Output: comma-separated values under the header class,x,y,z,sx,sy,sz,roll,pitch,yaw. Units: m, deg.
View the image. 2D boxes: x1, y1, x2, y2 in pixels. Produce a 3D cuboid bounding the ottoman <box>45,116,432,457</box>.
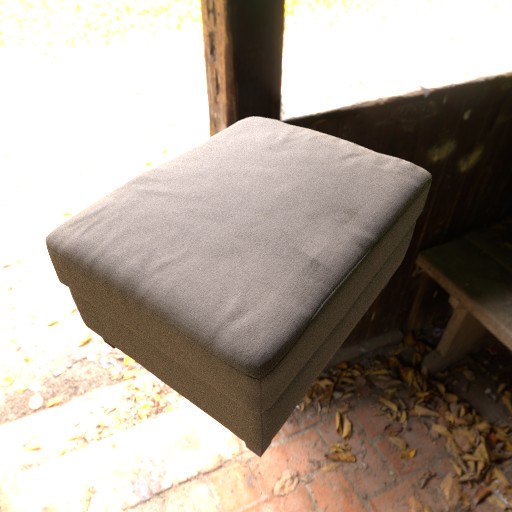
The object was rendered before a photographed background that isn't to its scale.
class,x,y,z,sx,sy,sz,roll,pitch,yaw
ottoman,0.000,0.000,1.326,0.692,0.511,0.902,26,48,26
